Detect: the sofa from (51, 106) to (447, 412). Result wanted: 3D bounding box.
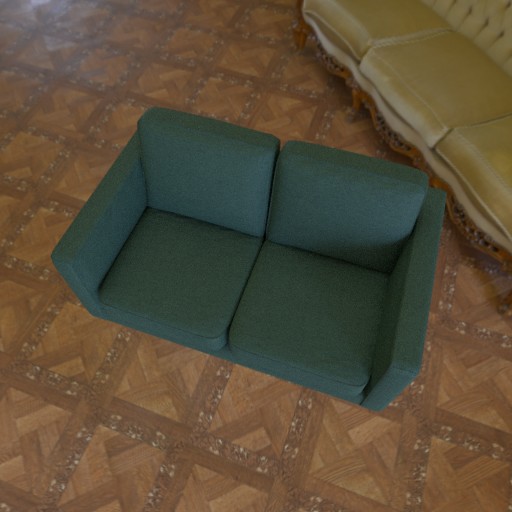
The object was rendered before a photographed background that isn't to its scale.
[{"bbox_3d":[0.000,0.000,1.991,1.430,0.899,0.879,16,59,10],"label":"sofa"}]
